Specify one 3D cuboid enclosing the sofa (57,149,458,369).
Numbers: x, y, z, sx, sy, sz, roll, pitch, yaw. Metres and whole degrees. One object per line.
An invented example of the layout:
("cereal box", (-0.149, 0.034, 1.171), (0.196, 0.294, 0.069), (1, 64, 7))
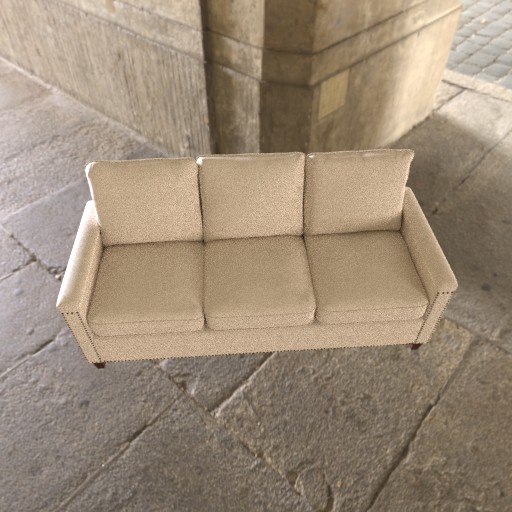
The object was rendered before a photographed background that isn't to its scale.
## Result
("sofa", (0.000, 0.000, 2.469), (1.925, 0.961, 0.828), (-3, 46, -3))
